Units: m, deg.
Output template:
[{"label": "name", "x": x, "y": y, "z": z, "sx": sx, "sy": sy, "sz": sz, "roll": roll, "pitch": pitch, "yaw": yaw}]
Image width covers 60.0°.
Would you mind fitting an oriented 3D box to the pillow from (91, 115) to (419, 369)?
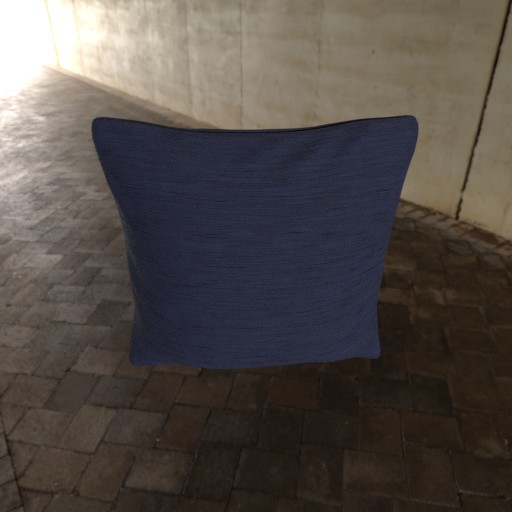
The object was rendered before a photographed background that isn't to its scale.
[{"label": "pillow", "x": 0.000, "y": 0.000, "z": 0.673, "sx": 0.432, "sy": 0.414, "sz": 0.246, "roll": -1, "pitch": 29, "yaw": -2}]
